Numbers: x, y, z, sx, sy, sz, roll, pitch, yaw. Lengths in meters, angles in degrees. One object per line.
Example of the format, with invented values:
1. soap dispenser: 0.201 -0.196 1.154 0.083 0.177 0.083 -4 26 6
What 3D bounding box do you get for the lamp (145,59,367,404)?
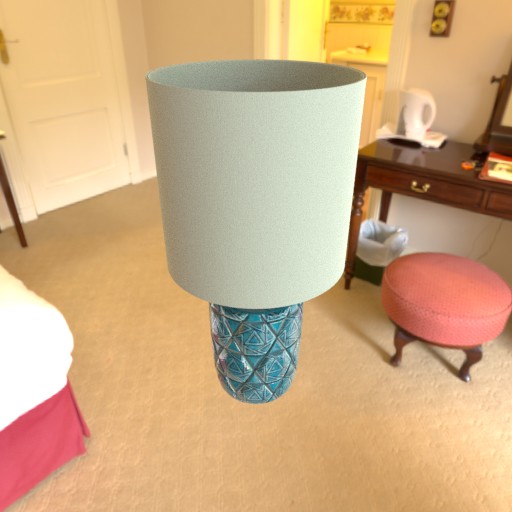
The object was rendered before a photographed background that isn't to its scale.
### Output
1. lamp: 0.000 0.000 0.488 0.193 0.377 0.193 0 30 1
